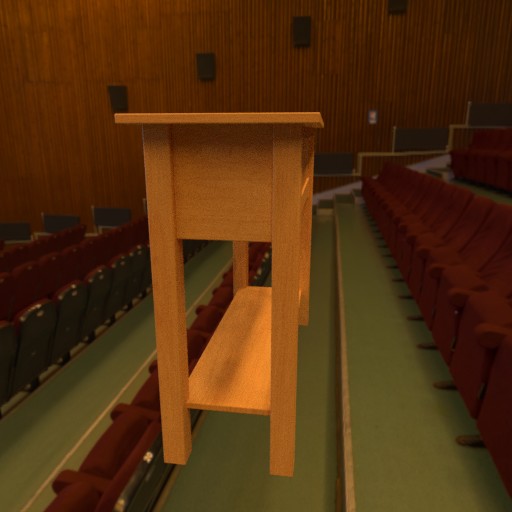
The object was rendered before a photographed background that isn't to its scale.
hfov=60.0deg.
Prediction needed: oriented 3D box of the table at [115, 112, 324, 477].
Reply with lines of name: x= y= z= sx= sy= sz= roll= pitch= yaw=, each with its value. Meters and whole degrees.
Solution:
table: x=0.000 y=0.000 z=1.239 sx=0.340 sy=0.728 sz=0.900 roll=2 pitch=16 yaw=8
